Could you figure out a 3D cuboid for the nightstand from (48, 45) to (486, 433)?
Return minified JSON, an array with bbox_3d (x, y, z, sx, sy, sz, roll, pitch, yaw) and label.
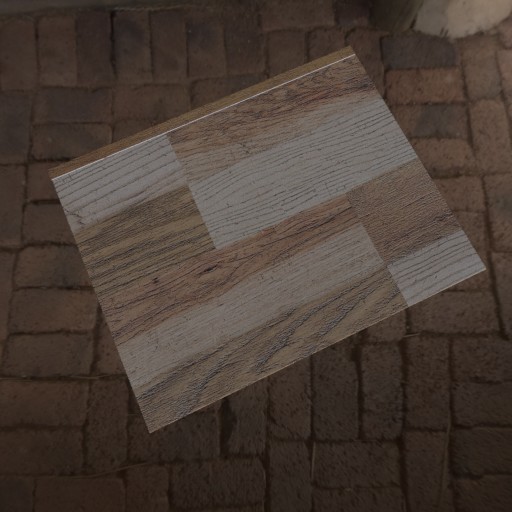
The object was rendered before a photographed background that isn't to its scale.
[{"bbox_3d":[0.000,0.000,1.010,0.558,0.632,0.481,-24,77,-6],"label":"nightstand"}]
